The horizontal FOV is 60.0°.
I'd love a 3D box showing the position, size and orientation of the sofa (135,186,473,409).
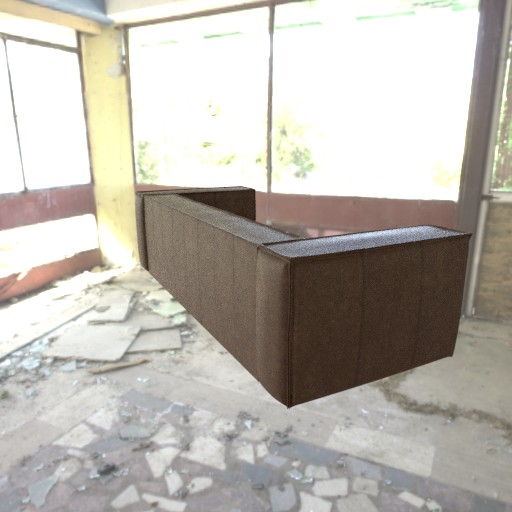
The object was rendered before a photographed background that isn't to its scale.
[{"bbox_3d":[0.000,0.000,3.068,1.102,0.701,2.581,-8,17,-27],"label":"sofa"}]
